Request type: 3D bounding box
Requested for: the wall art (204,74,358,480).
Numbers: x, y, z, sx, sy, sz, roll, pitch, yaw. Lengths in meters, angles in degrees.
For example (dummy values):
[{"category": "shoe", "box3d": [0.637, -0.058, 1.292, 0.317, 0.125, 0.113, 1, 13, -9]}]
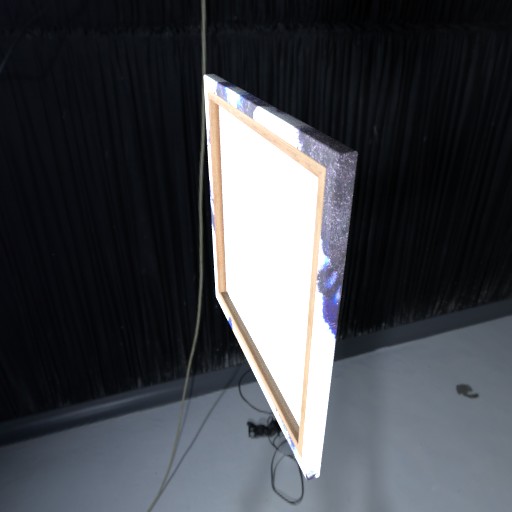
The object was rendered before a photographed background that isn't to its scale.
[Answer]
[{"category": "wall art", "box3d": [0.000, 0.000, 1.311, 0.038, 0.885, 0.887, -11, 32, -17]}]
